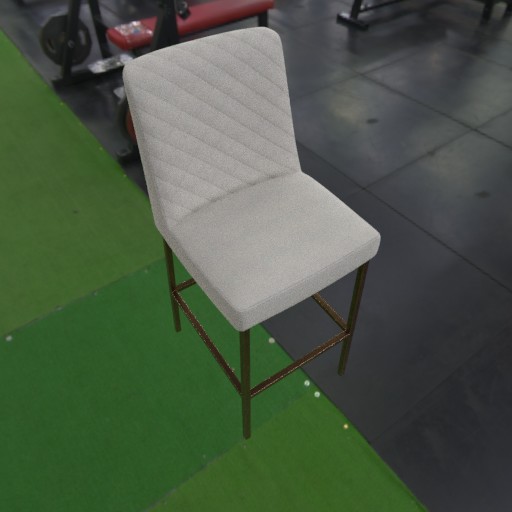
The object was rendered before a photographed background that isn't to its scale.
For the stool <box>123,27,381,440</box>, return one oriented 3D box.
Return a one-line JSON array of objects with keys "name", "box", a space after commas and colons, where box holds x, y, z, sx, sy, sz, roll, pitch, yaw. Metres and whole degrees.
[{"name": "stool", "box": [0.000, 0.000, 1.322, 0.462, 1.084, 0.546, -26, 53, -22]}]
